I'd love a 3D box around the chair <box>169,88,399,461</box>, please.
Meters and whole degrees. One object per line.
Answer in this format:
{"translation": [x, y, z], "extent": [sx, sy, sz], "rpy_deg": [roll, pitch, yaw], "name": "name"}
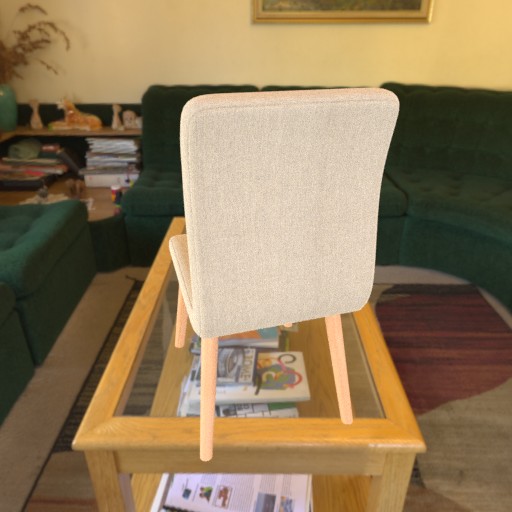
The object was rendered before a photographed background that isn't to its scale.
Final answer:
{"translation": [0.000, 0.000, 1.179], "extent": [0.435, 0.885, 0.550], "rpy_deg": [-8, 28, -15], "name": "chair"}
